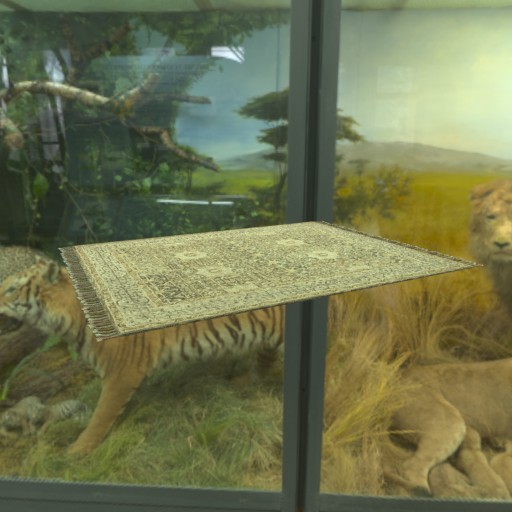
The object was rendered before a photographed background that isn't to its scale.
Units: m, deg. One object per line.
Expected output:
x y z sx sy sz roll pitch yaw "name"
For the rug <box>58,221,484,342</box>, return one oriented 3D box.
0.000 0.000 4.214 3.291 0.017 2.431 -8 17 -27 "rug"
